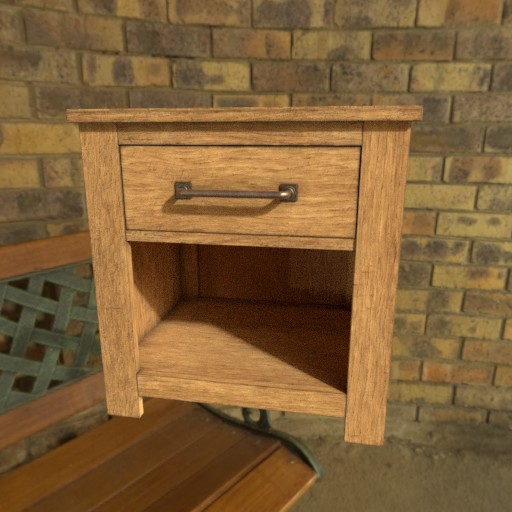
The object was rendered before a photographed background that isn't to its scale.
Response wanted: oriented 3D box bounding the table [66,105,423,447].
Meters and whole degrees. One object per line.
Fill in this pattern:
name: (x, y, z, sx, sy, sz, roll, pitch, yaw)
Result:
table: (0.000, 0.000, 1.023, 0.601, 0.625, 0.494, 3, 15, 10)
